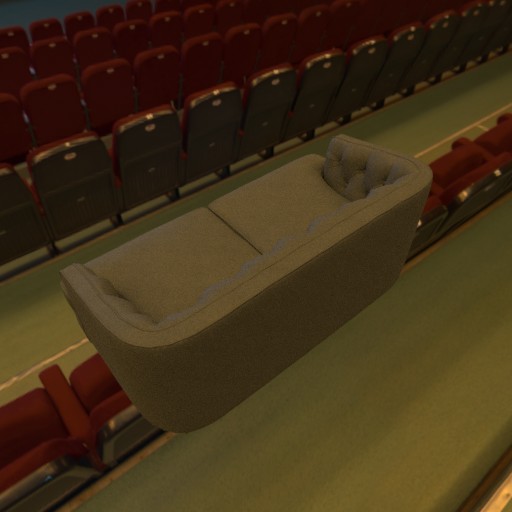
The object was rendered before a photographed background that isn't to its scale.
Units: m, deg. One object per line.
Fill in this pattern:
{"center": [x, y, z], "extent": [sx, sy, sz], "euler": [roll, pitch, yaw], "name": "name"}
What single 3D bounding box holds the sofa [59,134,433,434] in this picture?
{"center": [0.000, 0.000, 2.275], "extent": [1.733, 0.855, 0.941], "euler": [-31, 53, -26], "name": "sofa"}
